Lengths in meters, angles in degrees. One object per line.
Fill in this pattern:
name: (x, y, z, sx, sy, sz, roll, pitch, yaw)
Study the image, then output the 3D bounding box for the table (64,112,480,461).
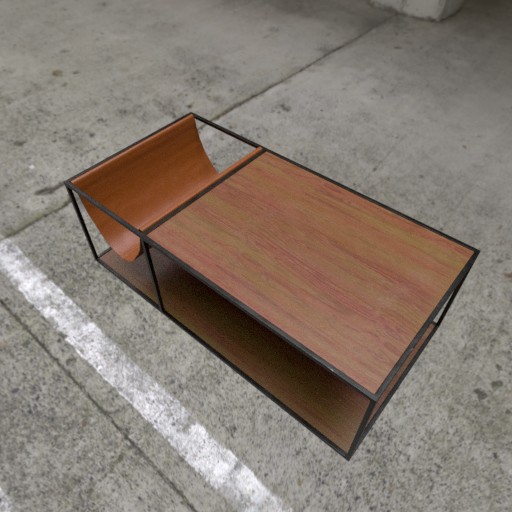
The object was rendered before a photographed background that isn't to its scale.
table: (0.000, 0.000, 1.535, 1.199, 0.403, 0.597, 32, 55, 26)
